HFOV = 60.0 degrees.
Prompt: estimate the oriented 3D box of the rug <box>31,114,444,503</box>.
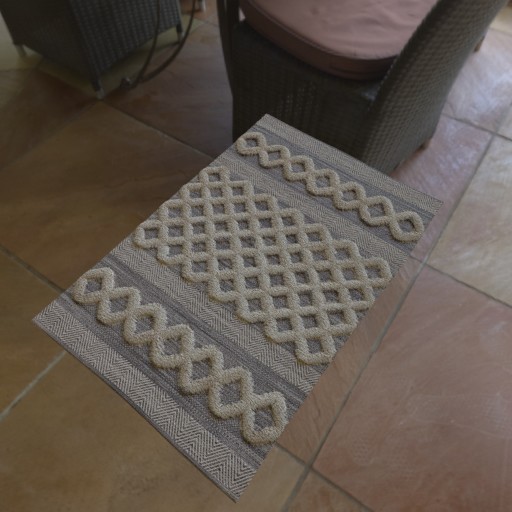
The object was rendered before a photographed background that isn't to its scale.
[{"bbox_3d":[0.000,0.000,2.230,1.222,0.030,1.823,33,62,19],"label":"rug"}]
